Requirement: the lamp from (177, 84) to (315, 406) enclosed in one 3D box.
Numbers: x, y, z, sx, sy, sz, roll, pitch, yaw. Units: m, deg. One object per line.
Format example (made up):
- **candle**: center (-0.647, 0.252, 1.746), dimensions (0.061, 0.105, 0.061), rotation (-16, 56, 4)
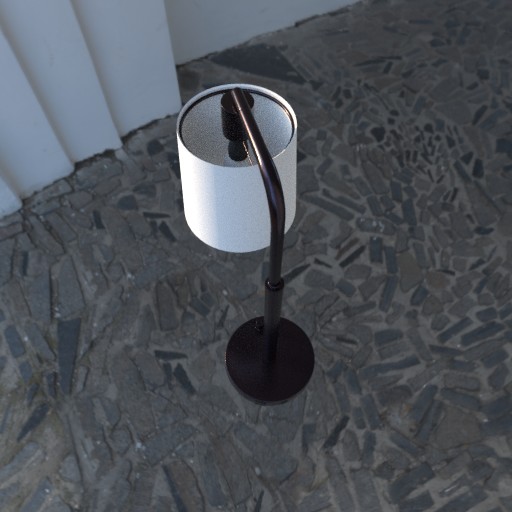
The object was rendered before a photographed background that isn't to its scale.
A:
- **lamp**: center (0.000, 0.000, 0.666), dimensions (0.171, 0.489, 0.333), rotation (-15, 59, -9)
